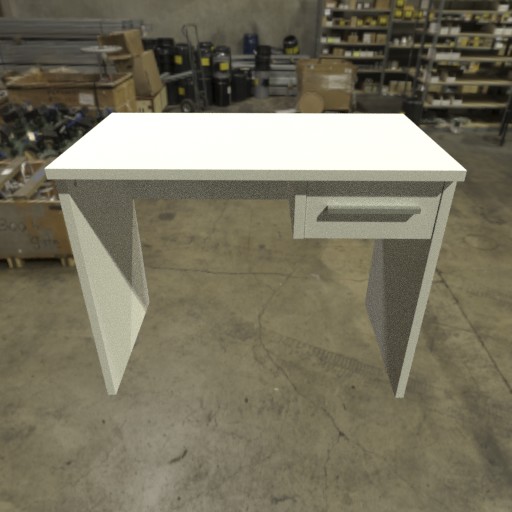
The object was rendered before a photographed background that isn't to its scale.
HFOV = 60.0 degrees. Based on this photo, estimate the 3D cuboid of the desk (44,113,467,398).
[{"bbox_3d":[0.000,0.000,1.344,0.900,0.729,0.498,0,31,1],"label":"desk"}]
